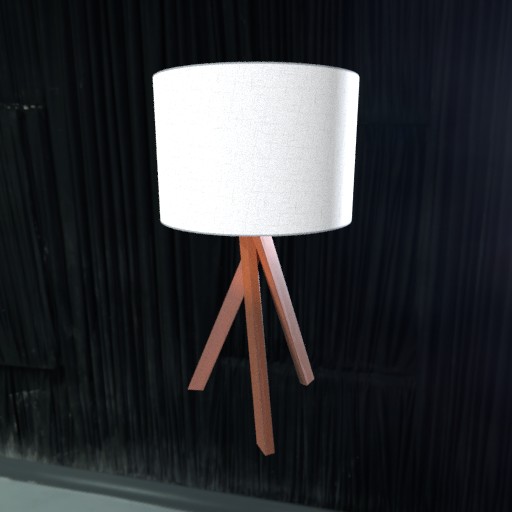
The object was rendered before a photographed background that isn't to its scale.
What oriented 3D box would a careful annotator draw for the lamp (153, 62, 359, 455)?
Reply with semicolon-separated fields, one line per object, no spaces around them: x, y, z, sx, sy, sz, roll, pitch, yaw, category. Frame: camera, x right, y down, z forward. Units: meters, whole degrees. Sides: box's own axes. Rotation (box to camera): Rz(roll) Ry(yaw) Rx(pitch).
0.000;0.000;0.920;0.380;0.686;0.380;2;14;7;lamp
